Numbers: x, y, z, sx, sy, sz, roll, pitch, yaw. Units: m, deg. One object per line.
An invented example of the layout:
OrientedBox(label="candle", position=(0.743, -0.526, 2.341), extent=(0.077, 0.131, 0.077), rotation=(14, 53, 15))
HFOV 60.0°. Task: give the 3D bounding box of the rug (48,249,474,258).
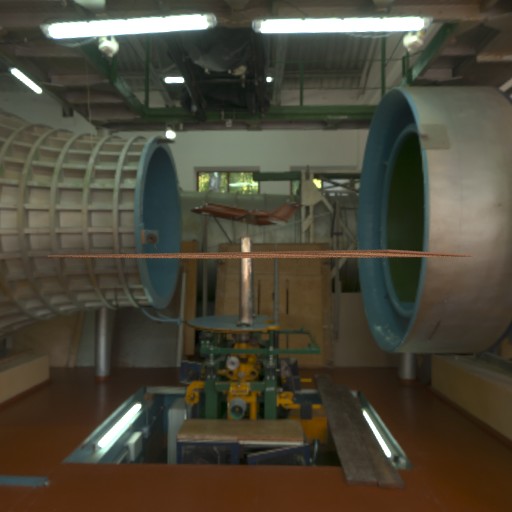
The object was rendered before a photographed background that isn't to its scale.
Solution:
OrientedBox(label="rug", position=(0.000, 0.000, 2.281), extent=(1.829, 0.008, 1.219), rotation=(-1, -1, 36))
